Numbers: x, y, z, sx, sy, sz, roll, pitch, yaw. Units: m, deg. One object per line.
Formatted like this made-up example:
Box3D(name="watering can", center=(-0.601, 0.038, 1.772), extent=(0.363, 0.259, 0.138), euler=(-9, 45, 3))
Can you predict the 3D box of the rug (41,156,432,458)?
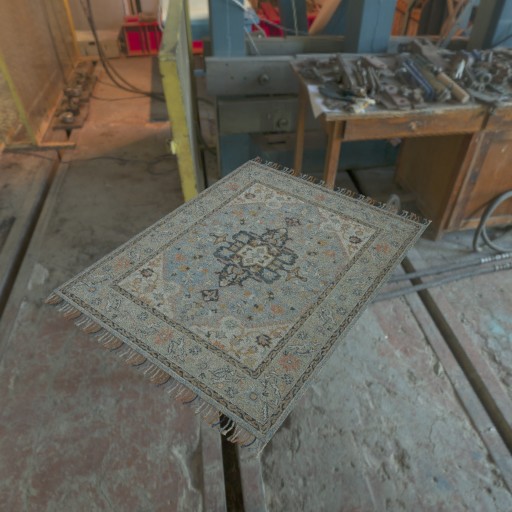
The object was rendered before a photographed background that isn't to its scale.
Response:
Box3D(name="rug", center=(0.000, 0.000, 4.361), extent=(2.379, 0.011, 3.221), euler=(26, 48, 27))
